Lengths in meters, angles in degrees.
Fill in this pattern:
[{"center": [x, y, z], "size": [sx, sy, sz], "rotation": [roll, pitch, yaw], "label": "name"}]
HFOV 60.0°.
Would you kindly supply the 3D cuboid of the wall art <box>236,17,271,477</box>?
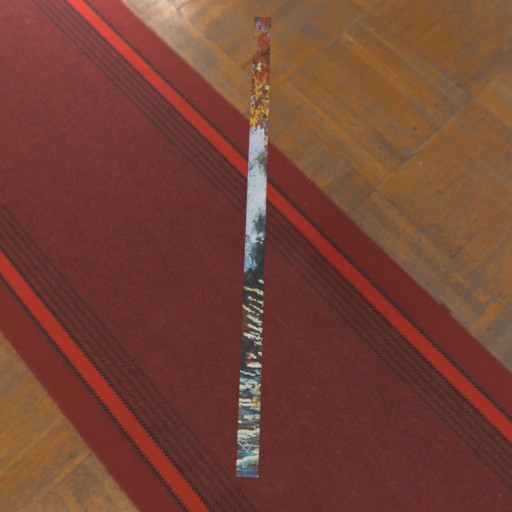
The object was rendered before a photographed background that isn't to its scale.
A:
[{"center": [0.000, 0.000, 1.134], "size": [0.037, 0.604, 0.908], "rotation": [2, 75, 0], "label": "wall art"}]
